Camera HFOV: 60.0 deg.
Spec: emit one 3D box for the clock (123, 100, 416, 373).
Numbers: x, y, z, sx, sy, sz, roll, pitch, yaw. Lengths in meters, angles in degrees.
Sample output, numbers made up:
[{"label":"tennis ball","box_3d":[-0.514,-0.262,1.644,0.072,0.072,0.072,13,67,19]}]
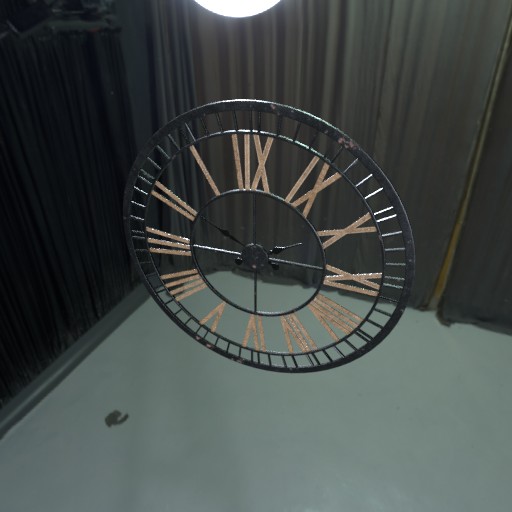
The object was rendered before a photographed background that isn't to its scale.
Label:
[{"label":"clock","box_3d":[0.000,0.000,1.243,0.843,0.843,0.025,10,33,17]}]
